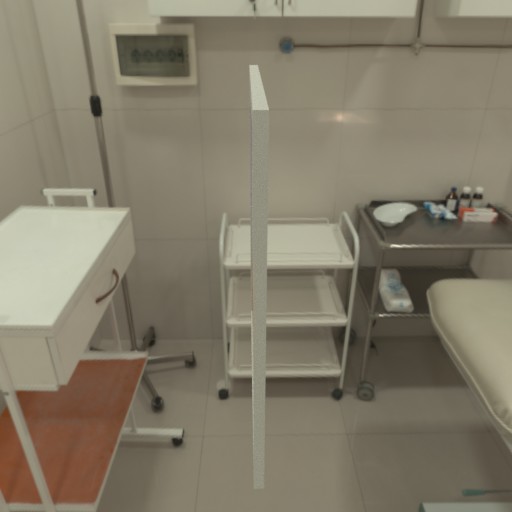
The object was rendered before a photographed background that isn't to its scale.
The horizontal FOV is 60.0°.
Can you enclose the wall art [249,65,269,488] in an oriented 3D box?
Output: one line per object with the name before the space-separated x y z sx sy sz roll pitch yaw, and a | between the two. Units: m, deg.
wall art | 0.000 0.000 0.615 0.013 0.456 0.382 -1 28 -1
